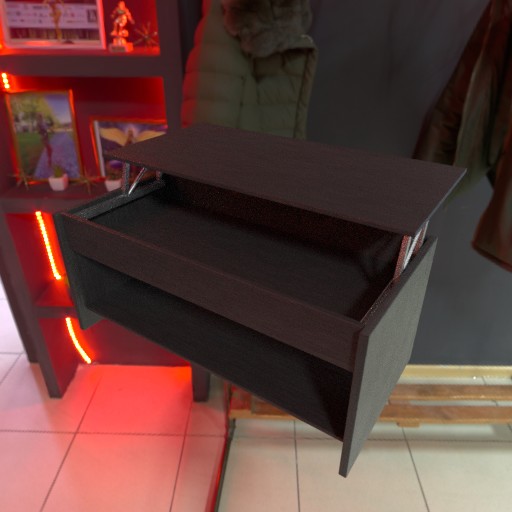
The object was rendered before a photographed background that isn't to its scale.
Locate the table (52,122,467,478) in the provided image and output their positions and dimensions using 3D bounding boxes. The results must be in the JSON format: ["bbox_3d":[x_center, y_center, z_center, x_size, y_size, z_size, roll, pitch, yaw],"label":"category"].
[{"bbox_3d":[0.000,0.000,1.417,1.000,0.570,0.712,19,35,29],"label":"table"}]
